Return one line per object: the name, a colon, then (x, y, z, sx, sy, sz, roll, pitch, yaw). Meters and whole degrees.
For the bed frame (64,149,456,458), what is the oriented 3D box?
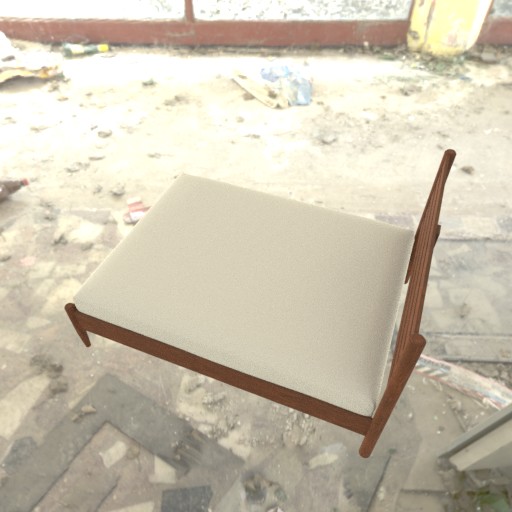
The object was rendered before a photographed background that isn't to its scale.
bed frame: (0.000, 0.000, 3.192, 2.234, 1.321, 1.655, 16, 48, 15)
